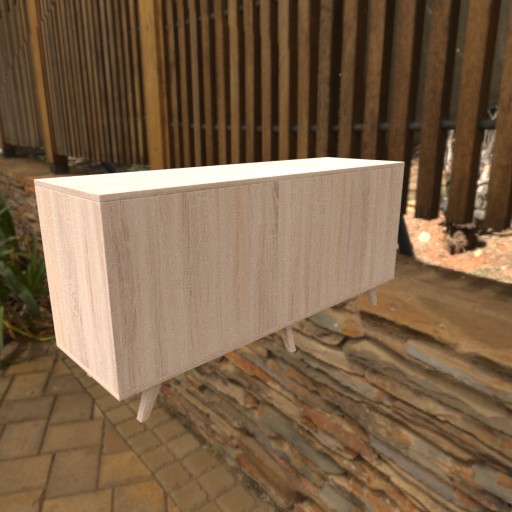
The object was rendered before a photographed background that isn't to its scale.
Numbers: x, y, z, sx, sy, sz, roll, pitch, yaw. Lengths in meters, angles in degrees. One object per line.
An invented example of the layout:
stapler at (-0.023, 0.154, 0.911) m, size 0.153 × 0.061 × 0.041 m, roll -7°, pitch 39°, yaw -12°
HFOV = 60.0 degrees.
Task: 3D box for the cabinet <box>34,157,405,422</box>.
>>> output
cabinet at (0.000, 0.000, 2.016) m, size 1.650 × 0.780 × 0.500 m, roll -15°, pitch 22°, yaw -42°
